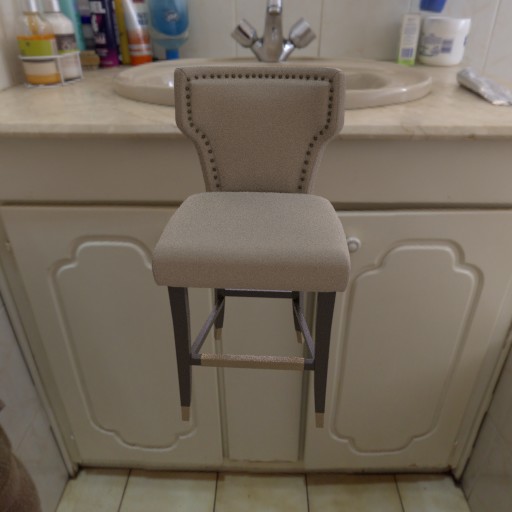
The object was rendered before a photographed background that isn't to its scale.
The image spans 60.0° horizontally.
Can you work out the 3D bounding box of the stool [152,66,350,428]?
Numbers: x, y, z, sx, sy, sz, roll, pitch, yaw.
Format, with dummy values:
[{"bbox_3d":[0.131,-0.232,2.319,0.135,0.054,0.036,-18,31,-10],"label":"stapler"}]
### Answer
[{"bbox_3d":[0.000,0.000,1.434,0.526,1.092,0.563,2,30,3],"label":"stool"}]
